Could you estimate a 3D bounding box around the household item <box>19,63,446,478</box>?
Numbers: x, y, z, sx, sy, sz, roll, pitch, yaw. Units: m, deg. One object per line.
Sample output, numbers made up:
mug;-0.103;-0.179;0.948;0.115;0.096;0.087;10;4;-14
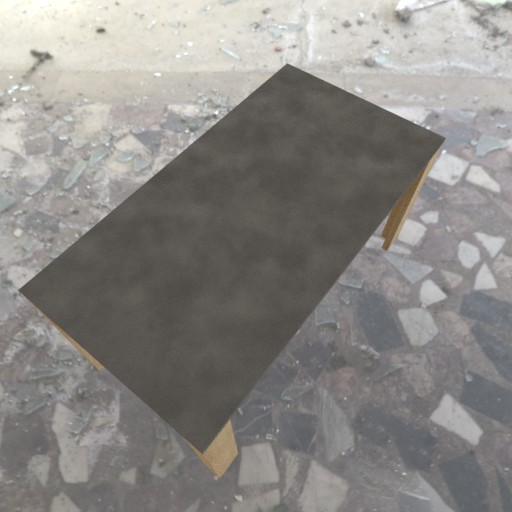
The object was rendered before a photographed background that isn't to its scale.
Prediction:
household item;0.000;0.000;2.055;0.850;0.755;1.600;33;64;19
